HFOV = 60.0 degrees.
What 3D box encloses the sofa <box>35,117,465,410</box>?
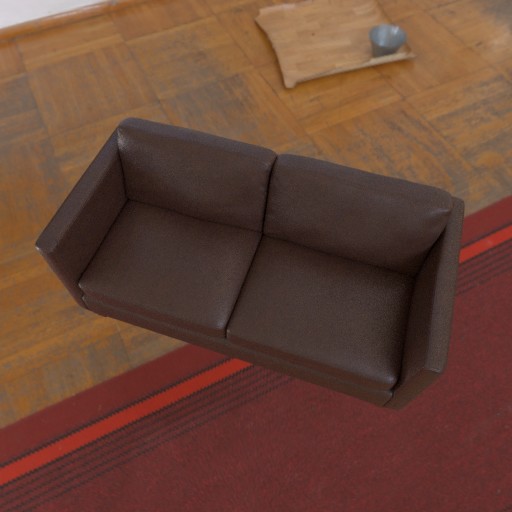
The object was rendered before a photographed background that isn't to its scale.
[{"bbox_3d":[0.000,0.000,2.344,1.883,0.933,0.951,16,60,10],"label":"sofa"}]
